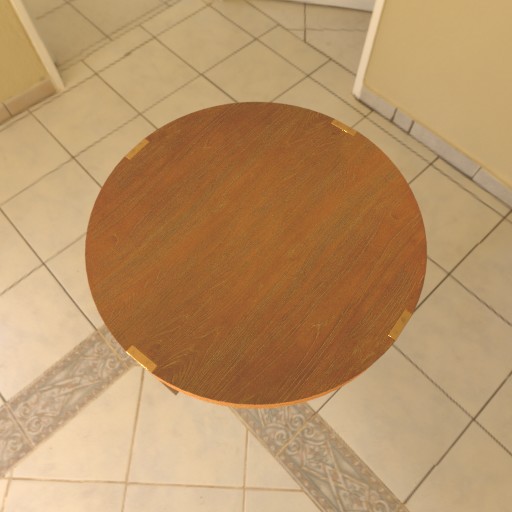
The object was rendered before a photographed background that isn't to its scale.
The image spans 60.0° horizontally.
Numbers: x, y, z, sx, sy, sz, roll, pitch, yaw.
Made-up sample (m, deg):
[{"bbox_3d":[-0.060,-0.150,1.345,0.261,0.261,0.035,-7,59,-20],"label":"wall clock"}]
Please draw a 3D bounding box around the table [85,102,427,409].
[{"bbox_3d":[0.000,0.000,1.638,1.100,0.420,1.100,0,64,0],"label":"table"}]
